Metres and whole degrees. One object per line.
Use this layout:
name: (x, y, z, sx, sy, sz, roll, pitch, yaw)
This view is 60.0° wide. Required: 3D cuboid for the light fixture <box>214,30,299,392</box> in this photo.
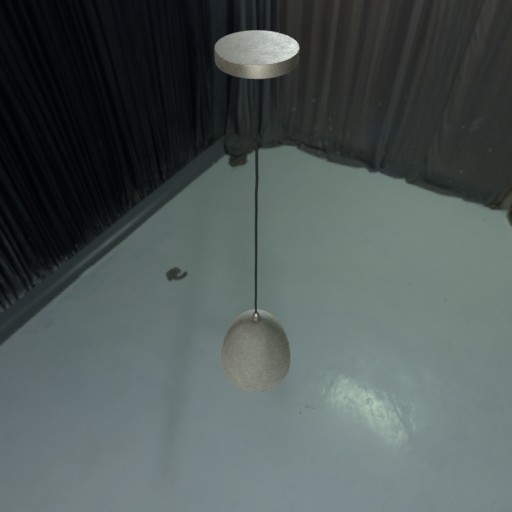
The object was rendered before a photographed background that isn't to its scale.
light fixture: (0.000, 0.000, 0.825, 0.170, 0.759, 0.170, 22, 51, 20)
